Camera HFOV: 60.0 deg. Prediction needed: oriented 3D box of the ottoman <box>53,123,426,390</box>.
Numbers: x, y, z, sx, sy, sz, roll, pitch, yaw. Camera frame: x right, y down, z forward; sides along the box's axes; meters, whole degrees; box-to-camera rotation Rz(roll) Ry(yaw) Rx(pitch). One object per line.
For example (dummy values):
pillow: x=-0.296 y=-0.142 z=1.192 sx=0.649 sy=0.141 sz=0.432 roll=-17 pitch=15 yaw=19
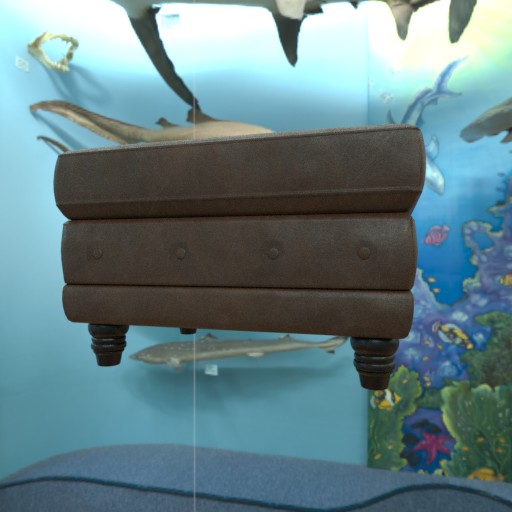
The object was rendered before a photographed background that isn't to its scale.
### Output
ottoman: x=0.000 y=0.000 z=1.157 sx=0.795 sy=0.509 sz=0.588 roll=0 pitch=0 yaw=17
